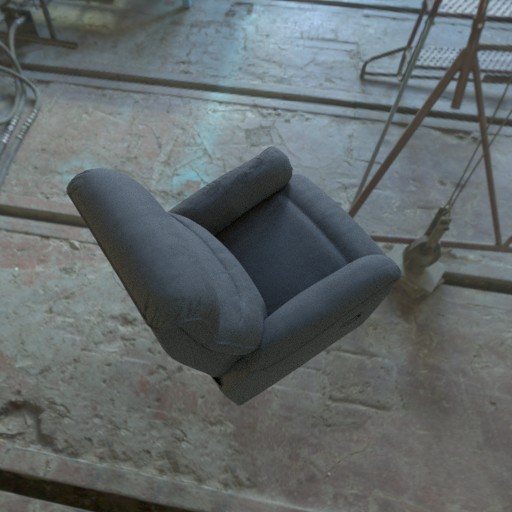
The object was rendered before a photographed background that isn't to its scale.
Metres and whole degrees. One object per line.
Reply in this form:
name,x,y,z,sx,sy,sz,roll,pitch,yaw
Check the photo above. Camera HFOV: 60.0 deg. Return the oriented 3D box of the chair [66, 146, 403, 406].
chair,0.000,0.000,1.737,1.004,1.037,0.820,-30,62,-18
